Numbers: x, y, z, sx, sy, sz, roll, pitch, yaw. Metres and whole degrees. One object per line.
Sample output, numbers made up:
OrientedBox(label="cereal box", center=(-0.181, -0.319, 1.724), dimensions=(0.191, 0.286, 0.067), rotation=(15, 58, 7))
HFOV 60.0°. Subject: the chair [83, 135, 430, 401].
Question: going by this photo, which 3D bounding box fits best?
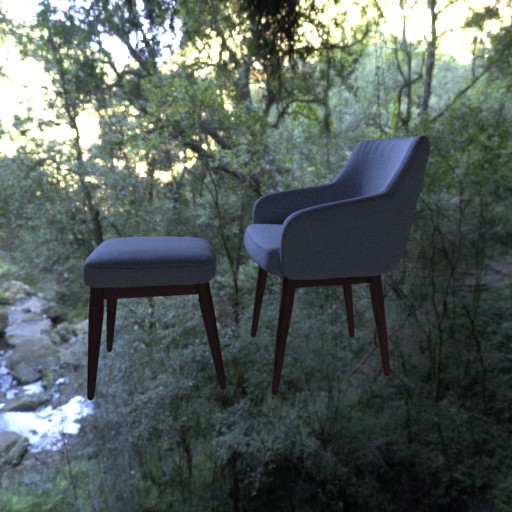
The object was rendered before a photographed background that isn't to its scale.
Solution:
OrientedBox(label="chair", center=(0.000, 0.000, 1.531), dimensions=(1.107, 0.799, 0.584), rotation=(-2, 13, -9))
